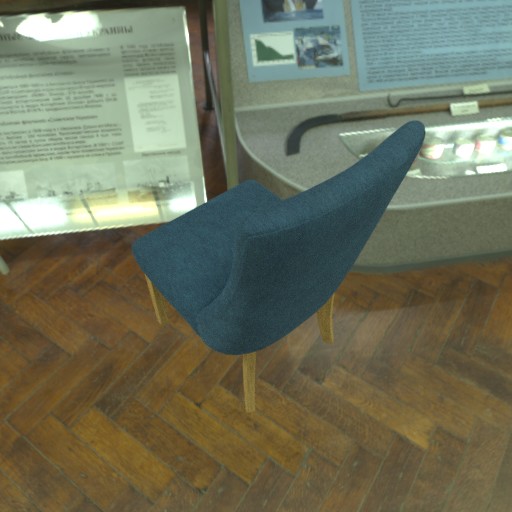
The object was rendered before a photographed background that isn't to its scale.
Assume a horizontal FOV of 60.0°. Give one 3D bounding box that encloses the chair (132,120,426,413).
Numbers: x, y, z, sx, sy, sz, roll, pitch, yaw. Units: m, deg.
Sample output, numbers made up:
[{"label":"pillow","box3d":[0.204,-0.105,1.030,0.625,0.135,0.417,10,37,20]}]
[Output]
[{"label":"chair","box3d":[0.000,0.000,1.244,0.495,0.902,0.609,-33,56,-26]}]
